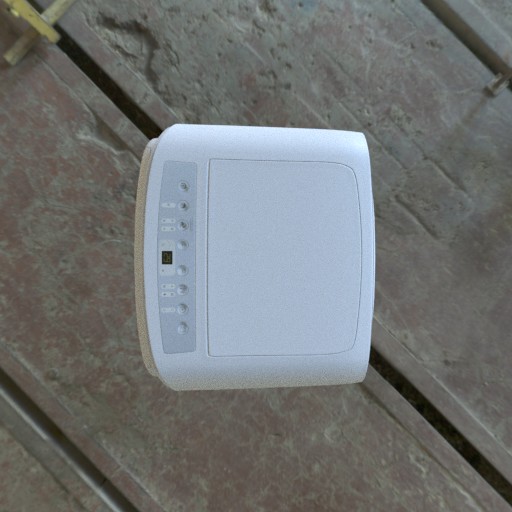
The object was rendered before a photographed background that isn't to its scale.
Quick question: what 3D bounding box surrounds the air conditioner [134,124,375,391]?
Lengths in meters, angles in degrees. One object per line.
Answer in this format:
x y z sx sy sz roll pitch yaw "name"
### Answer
0.000 0.000 1.060 0.467 0.765 0.478 0 90 2 "air conditioner"
